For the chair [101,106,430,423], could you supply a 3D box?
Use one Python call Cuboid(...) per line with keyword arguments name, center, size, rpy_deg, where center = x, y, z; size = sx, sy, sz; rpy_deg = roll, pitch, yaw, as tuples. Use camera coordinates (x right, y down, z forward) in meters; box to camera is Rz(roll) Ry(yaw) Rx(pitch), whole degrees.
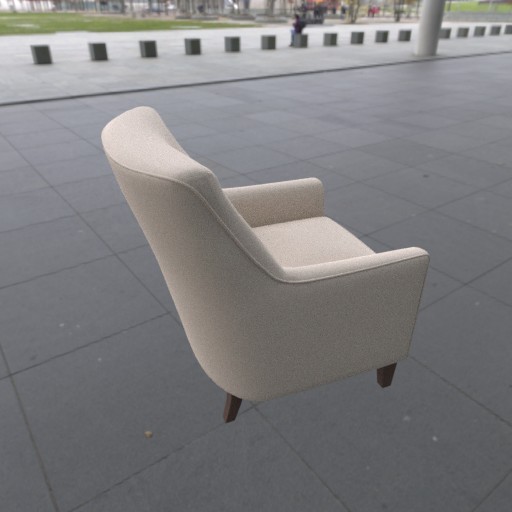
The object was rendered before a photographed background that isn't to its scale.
Cuboid(name="chair", center=(0.000, 0.000, 1.537), size=(0.879, 0.916, 0.756), rpy_deg=(-11, 31, -18))
